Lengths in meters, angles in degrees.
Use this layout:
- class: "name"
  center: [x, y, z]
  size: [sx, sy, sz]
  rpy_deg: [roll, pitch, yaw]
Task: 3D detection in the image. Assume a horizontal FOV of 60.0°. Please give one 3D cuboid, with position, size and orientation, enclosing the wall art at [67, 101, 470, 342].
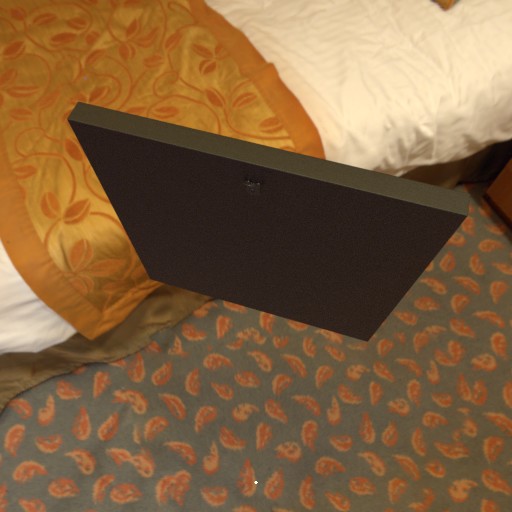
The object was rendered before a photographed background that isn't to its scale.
- class: "wall art"
  center: [0.000, 0.000, 0.527]
  size: [0.349, 0.349, 0.038]
  rpy_deg: [15, 64, 8]
